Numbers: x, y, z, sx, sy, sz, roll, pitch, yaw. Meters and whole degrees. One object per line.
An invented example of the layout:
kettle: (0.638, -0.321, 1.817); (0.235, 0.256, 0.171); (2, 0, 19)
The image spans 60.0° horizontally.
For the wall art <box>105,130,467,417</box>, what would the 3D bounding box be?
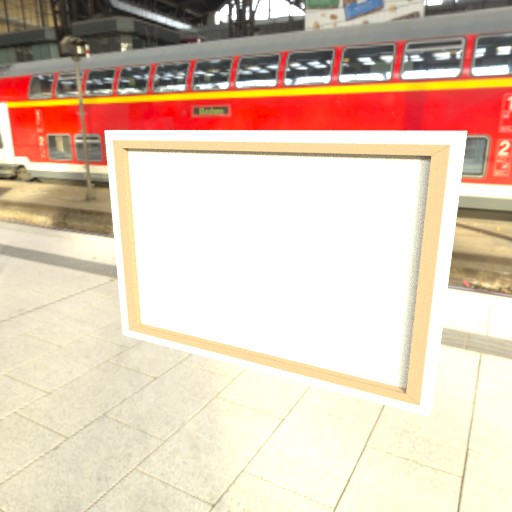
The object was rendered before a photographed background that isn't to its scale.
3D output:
wall art: (0.000, 0.000, 0.761); (0.608, 0.414, 0.042); (8, 18, 26)
